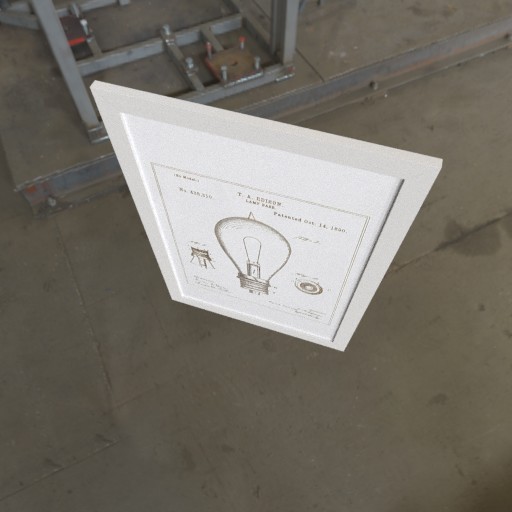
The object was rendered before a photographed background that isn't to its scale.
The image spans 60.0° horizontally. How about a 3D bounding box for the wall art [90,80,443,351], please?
[{"bbox_3d":[0.000,0.000,0.598,0.325,0.474,0.010,16,61,9],"label":"wall art"}]
